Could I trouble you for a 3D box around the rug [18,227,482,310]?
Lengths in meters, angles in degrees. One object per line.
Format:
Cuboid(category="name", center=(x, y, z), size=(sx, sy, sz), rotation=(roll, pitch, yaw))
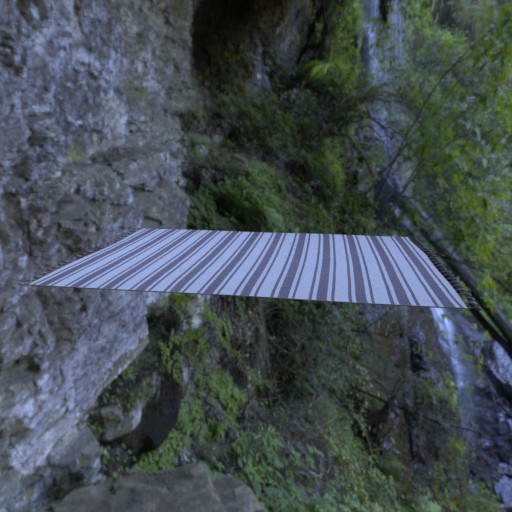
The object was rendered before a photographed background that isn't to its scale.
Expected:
Cuboid(category="rug", center=(0.000, 0.000, 3.785), size=(3.040, 0.017, 2.030), rotation=(2, 15, 9))
